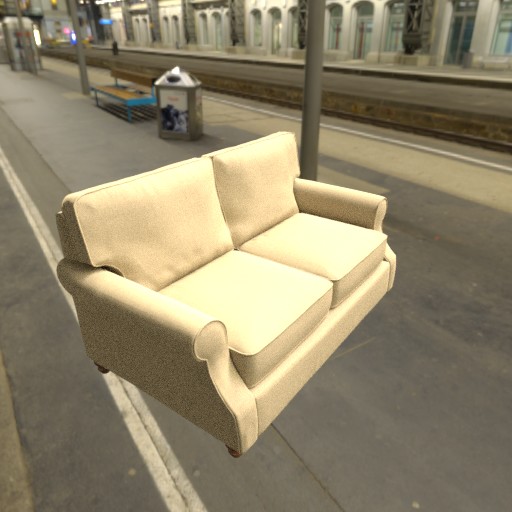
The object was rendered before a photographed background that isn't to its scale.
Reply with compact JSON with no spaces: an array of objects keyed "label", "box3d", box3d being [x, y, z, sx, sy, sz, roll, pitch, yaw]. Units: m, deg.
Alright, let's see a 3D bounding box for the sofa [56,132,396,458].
[{"label":"sofa","box3d":[0.000,0.000,2.210,0.964,0.937,1.665,18,32,32]}]
